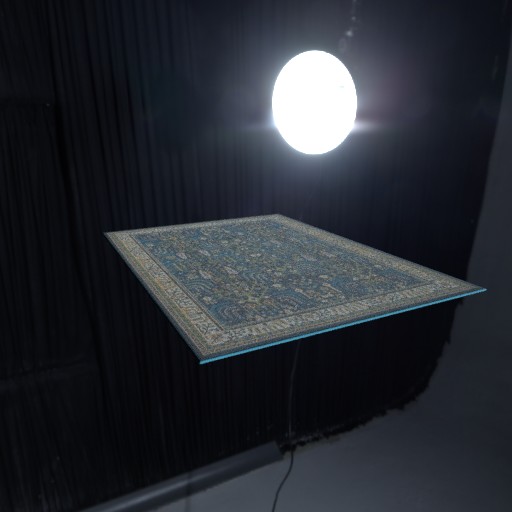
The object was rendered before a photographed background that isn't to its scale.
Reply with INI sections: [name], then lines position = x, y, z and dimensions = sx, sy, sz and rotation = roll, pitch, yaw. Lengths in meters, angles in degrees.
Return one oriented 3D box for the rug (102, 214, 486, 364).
[rug]
position = 0.000, 0.000, 4.046
dimensions = 2.226, 0.015, 3.044
rotation = -9, 19, -26
